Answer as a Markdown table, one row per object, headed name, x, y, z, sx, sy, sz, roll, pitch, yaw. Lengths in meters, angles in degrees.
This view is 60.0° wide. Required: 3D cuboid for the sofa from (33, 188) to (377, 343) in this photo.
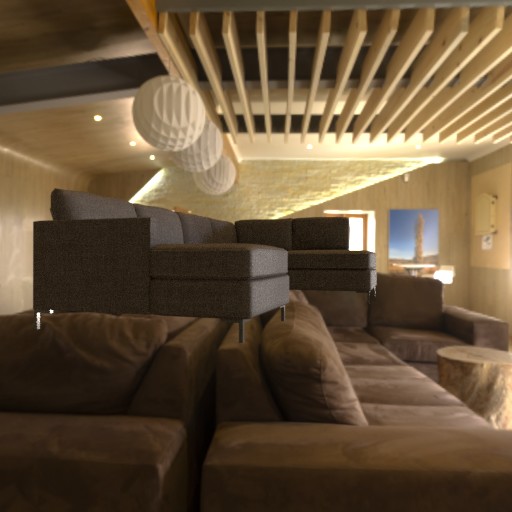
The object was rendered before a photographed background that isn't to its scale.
| name | x | y | z | sx | sy | sz | roll | pitch | yaw |
| --- | --- | --- | --- | --- | --- | --- | --- | --- | --- |
| sofa | 0.000 | 0.000 | 4.240 | 2.048 | 0.999 | 3.423 | 0 | 0 | 18 |
